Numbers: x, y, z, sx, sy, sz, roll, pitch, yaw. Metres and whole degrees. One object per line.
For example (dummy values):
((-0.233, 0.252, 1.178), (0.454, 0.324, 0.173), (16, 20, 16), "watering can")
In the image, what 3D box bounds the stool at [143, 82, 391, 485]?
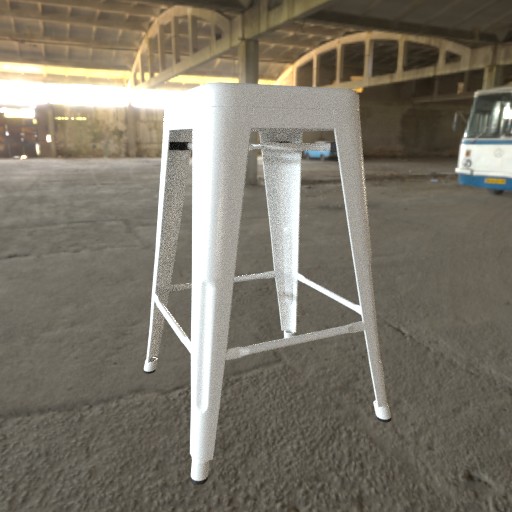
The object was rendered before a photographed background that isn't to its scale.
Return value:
((0.000, 0.000, 0.880), (0.406, 0.610, 0.406), (-7, 16, -24), "stool")
